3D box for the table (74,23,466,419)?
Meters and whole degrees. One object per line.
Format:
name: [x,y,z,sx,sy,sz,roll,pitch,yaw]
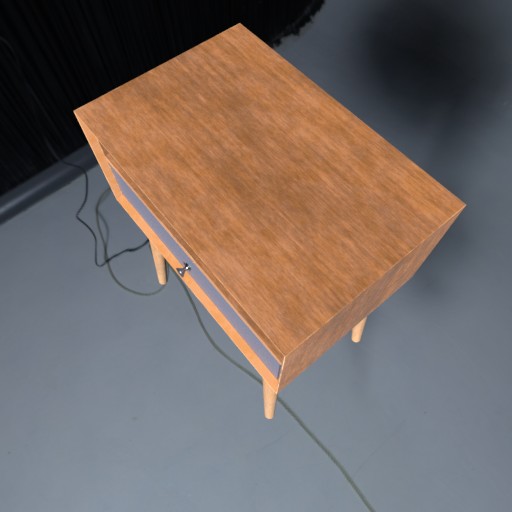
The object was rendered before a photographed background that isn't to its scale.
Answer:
table: [0.000,0.000,0.847,0.307,0.580,0.454,-36,68,-17]
